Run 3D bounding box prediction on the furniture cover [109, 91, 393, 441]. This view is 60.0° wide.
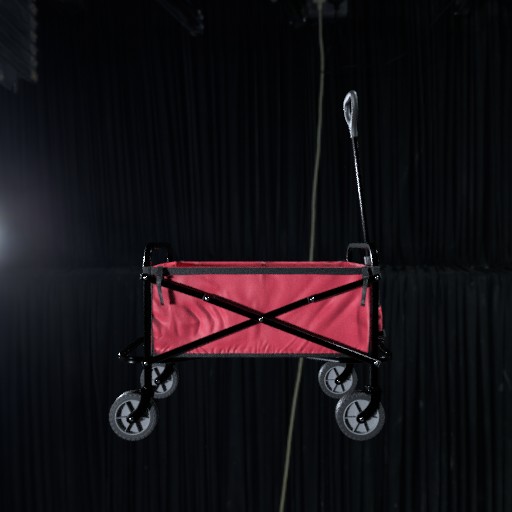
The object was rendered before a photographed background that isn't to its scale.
[{"bbox_3d":[0.000,0.000,1.781,1.038,1.295,0.532,0,2,0],"label":"furniture cover"}]
